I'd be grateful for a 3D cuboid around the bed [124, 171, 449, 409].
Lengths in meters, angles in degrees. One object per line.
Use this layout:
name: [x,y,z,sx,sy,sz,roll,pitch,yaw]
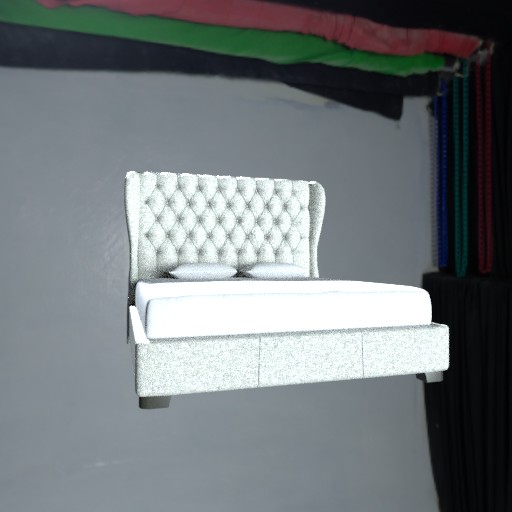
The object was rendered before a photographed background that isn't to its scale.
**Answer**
bed: [0.000,0.000,3.906,2.219,1.771,2.347,0,0,-17]
